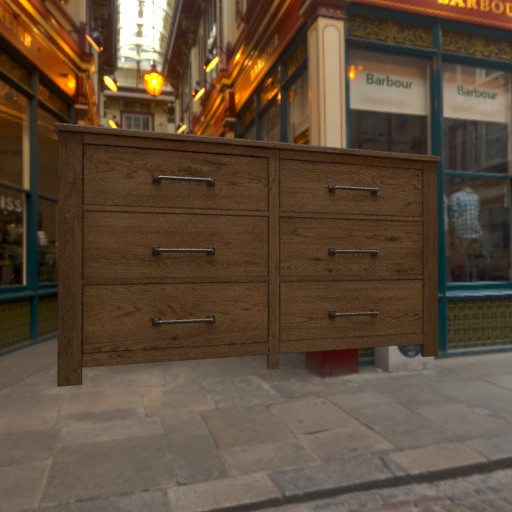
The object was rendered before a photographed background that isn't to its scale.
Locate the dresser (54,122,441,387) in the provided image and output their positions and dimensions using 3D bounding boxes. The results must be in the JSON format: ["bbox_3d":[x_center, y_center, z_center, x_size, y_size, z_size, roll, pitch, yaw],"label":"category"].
[{"bbox_3d":[0.000,0.000,2.046,1.657,0.932,0.563,0,-1,-18],"label":"dresser"}]
